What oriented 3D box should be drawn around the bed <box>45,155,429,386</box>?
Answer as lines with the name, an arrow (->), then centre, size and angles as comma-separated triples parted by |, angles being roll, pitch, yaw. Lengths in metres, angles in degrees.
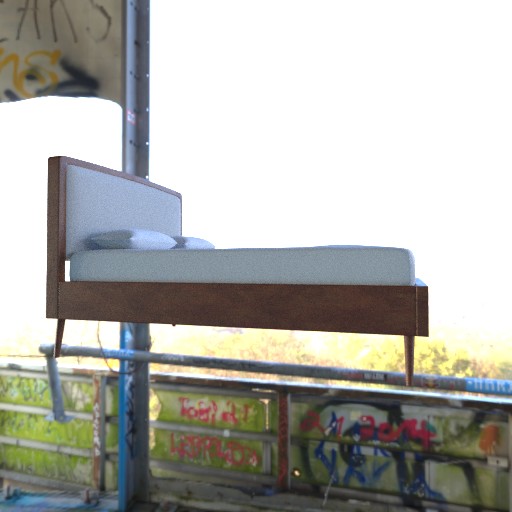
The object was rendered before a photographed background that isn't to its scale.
bed -> 0.000, 0.000, 3.129 | 2.196, 1.275, 1.587 | 0, -1, 19
